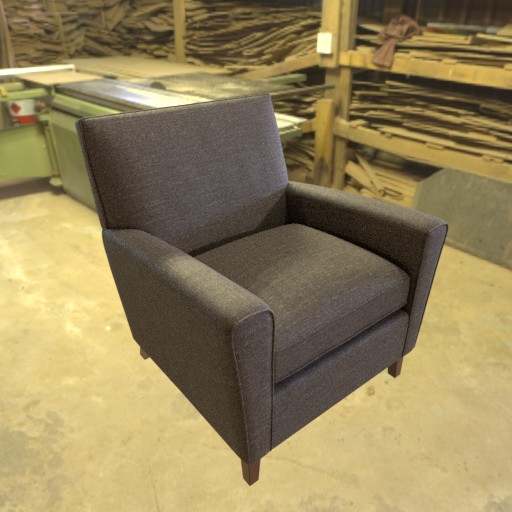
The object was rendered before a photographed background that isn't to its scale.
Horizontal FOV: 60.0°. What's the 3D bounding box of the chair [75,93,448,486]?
[{"bbox_3d":[0.000,0.000,1.505,0.838,0.885,0.875,-21,35,-33],"label":"chair"}]
